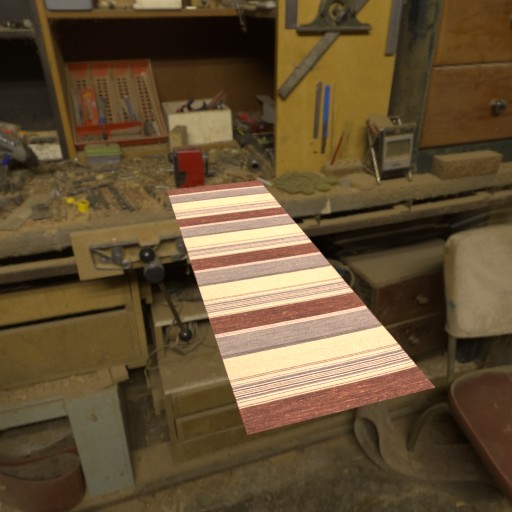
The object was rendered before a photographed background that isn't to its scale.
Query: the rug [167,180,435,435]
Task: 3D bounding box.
[{"bbox_3d":[0.000,0.000,2.708,0.792,0.006,2.437,-9,31,-14],"label":"rug"}]
